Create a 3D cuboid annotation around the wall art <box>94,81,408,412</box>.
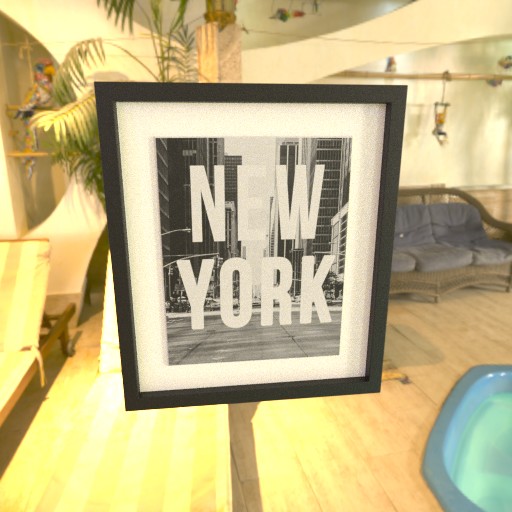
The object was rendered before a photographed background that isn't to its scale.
[{"bbox_3d":[0.000,0.000,0.525,0.328,0.381,0.028,-2,16,-7],"label":"wall art"}]
